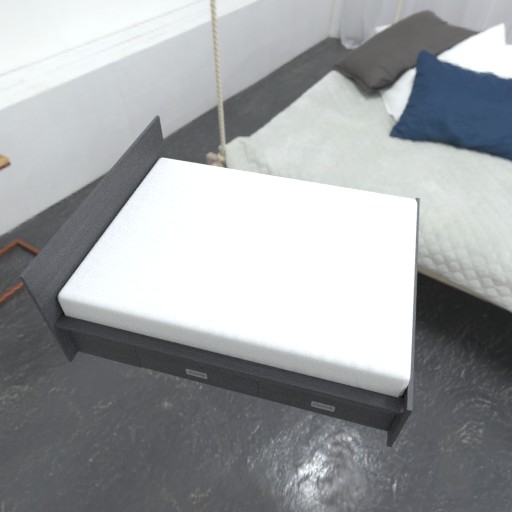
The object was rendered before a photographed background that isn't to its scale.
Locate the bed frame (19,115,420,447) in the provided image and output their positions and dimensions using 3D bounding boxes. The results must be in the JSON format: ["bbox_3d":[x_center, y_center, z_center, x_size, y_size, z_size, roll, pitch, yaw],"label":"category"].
[{"bbox_3d":[0.000,0.000,2.817,1.960,0.800,1.622,11,47,11],"label":"bed frame"}]
